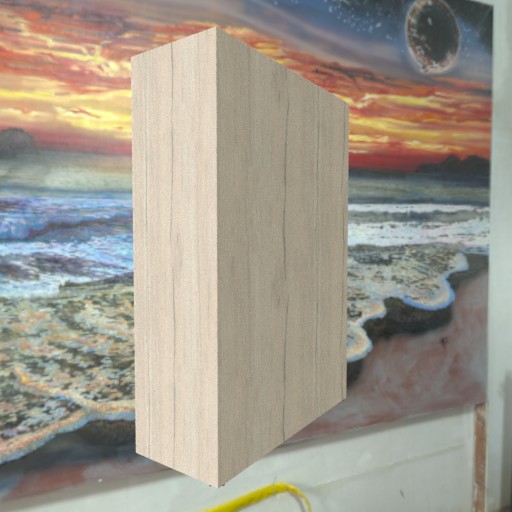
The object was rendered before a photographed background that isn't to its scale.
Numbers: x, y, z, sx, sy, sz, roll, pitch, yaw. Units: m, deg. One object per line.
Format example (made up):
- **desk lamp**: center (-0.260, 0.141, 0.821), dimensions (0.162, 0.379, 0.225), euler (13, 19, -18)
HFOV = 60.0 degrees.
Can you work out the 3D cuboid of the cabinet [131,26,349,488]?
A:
- **cabinet**: center (0.000, 0.000, 2.712), dimensions (0.580, 2.070, 1.400), euler (2, 3, 36)
